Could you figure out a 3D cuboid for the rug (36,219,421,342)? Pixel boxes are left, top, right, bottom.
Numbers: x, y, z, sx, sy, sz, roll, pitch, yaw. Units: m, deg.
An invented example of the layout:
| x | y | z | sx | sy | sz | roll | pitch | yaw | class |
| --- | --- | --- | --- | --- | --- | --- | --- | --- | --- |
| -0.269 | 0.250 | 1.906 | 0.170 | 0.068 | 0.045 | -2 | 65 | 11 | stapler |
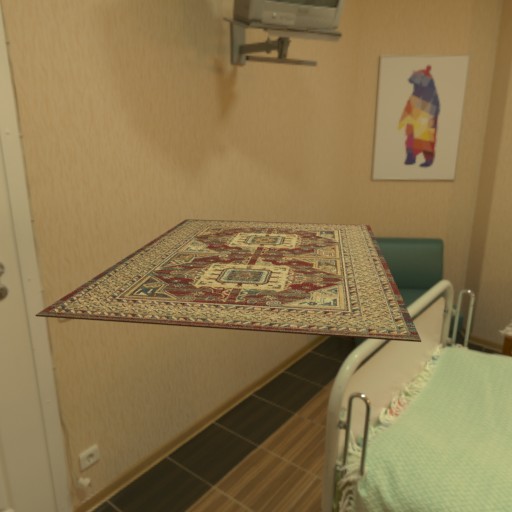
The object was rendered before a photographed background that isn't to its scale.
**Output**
| x | y | z | sx | sy | sz | roll | pitch | yaw | class |
| --- | --- | --- | --- | --- | --- | --- | --- | --- | --- |
| 0.000 | 0.000 | 4.197 | 2.381 | 0.013 | 3.197 | 2 | 16 | 8 | rug |
